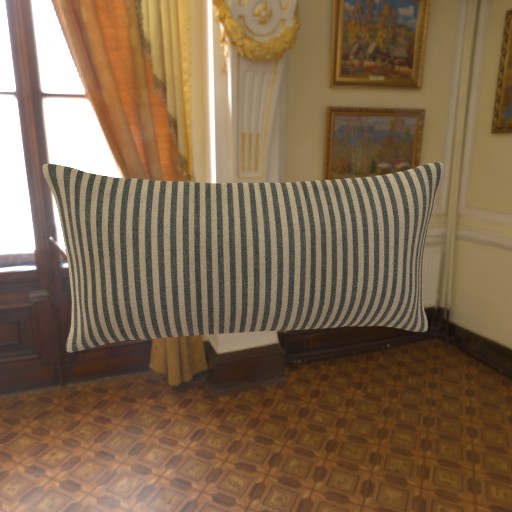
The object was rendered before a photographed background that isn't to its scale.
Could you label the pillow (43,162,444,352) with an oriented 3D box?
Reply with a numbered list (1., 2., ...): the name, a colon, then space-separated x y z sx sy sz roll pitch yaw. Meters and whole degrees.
1. pillow: 0.000 0.000 0.713 0.617 0.295 0.151 -2 14 -8
